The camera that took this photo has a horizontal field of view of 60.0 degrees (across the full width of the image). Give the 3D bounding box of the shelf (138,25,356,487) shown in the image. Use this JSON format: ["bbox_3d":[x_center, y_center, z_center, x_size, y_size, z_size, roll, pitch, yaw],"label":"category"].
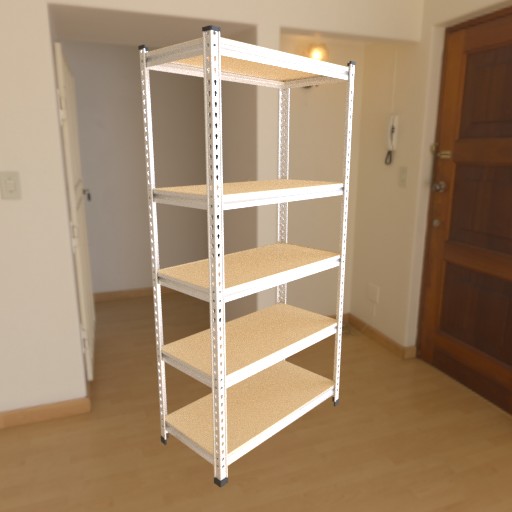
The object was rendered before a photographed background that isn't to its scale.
[{"bbox_3d":[0.000,0.000,2.174,0.457,1.829,0.914,13,19,43],"label":"shelf"}]
